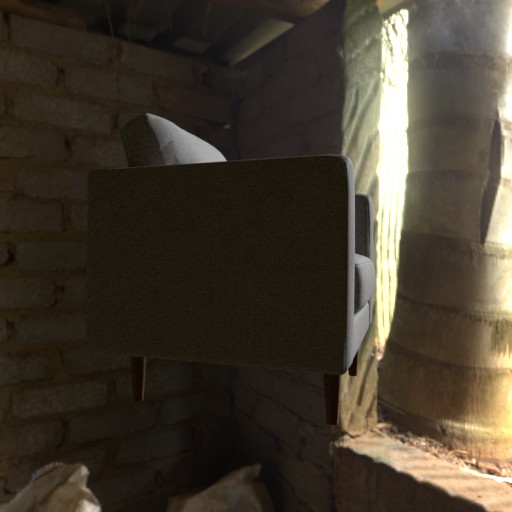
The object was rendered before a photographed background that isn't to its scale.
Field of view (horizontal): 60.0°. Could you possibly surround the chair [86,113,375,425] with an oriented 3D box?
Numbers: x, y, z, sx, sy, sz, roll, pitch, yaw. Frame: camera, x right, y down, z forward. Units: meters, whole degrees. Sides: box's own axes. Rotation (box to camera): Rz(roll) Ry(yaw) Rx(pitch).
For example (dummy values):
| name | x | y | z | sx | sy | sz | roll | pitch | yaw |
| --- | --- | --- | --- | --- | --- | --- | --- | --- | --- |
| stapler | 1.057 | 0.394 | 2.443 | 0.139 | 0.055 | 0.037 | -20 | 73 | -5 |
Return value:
| name | x | y | z | sx | sy | sz | roll | pitch | yaw |
| --- | --- | --- | --- | --- | --- | --- | --- | --- | --- |
| chair | 0.000 | 0.000 | 1.575 | 0.800 | 0.927 | 0.855 | 0 | 0 | 18 |
